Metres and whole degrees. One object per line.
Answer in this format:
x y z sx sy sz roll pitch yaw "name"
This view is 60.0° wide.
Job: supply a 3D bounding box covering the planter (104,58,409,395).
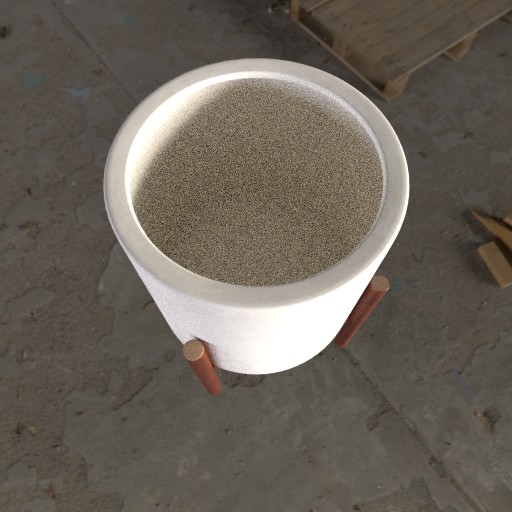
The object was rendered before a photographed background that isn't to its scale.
0.000 0.000 0.872 0.420 0.581 0.421 -15 66 -7 "planter"
